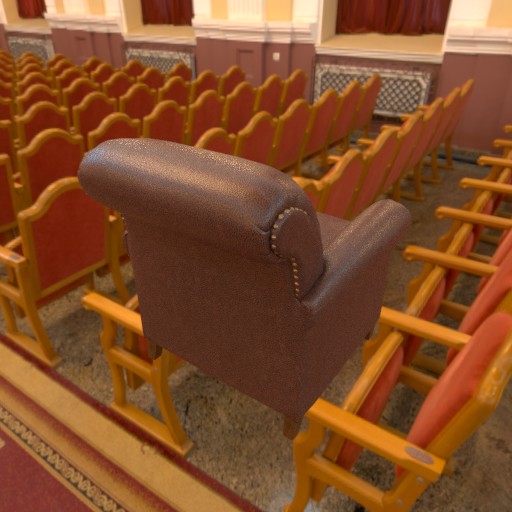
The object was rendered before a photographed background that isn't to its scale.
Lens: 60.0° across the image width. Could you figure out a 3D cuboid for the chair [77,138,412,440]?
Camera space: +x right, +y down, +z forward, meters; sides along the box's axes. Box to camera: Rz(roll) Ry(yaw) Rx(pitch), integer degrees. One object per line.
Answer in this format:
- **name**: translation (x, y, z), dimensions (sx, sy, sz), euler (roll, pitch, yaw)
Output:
- **chair**: translation (0.000, 0.000, 1.598), dimensions (0.854, 0.927, 0.890), euler (20, 36, 30)
